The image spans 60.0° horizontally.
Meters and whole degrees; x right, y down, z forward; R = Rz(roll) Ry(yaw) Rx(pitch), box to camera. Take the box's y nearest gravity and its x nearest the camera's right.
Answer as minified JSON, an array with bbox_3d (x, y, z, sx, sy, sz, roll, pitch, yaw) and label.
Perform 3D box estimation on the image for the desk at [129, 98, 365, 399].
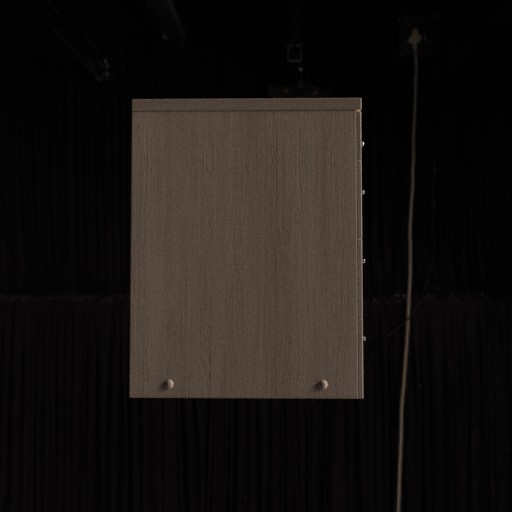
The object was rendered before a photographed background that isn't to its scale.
[{"bbox_3d":[0.000,0.000,1.784,0.600,0.740,1.390,0,-2,1],"label":"desk"}]
